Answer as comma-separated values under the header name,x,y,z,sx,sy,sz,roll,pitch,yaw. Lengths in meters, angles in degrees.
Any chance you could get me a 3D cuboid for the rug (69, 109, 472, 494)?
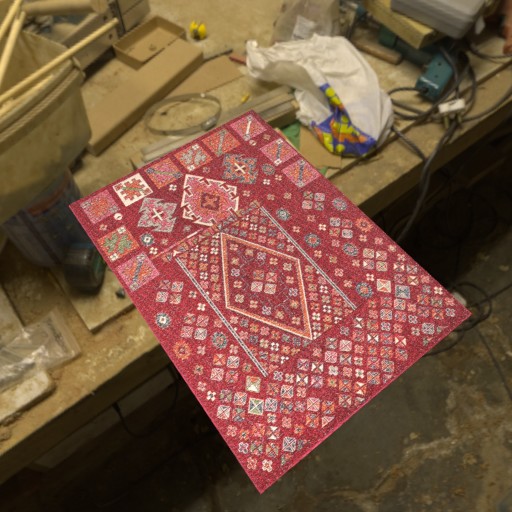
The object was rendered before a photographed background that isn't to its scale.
name,x,y,z,sx,sy,sz,roll,pitch,yaw
rug,0.000,0.000,2.841,1.579,0.007,2.184,-33,65,-18
